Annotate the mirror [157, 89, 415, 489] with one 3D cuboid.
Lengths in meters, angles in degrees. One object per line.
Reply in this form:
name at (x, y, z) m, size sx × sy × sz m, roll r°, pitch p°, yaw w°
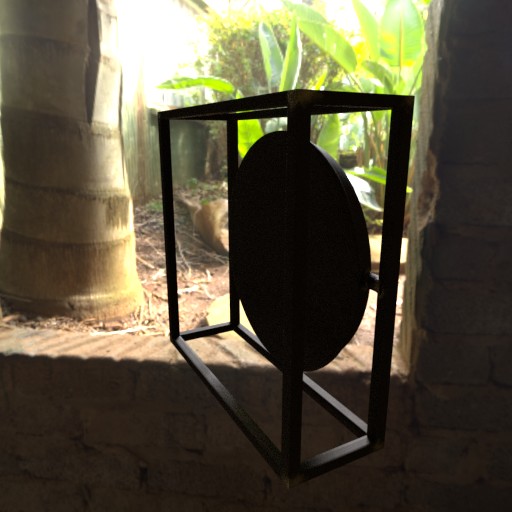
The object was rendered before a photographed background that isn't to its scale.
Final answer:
mirror at (0.000, 0.000, 0.471) m, size 0.107 × 0.303 × 0.306 m, roll -8°, pitch 17°, yaw -27°
